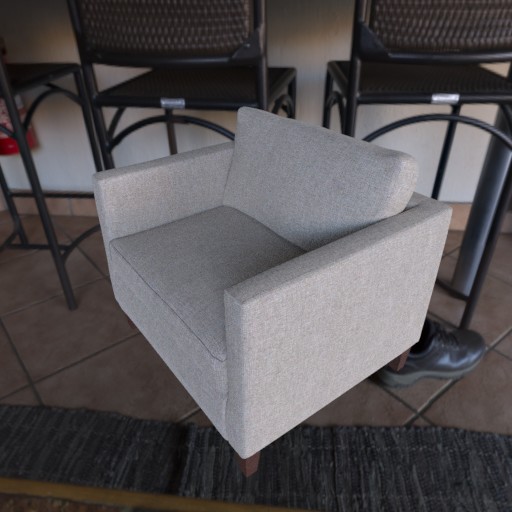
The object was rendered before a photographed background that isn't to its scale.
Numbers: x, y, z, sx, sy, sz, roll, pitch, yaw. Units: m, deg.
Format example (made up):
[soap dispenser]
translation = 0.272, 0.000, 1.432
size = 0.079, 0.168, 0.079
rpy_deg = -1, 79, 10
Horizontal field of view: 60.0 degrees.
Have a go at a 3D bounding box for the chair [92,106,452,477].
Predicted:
[chair]
translation = 0.000, 0.000, 1.827
size = 0.959, 0.987, 1.107
rpy_deg = -22, 38, -31
